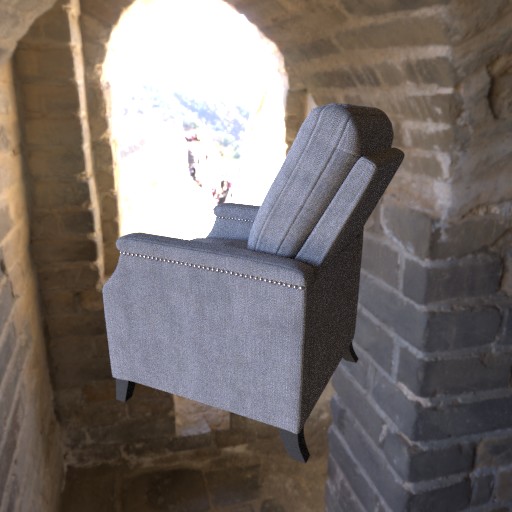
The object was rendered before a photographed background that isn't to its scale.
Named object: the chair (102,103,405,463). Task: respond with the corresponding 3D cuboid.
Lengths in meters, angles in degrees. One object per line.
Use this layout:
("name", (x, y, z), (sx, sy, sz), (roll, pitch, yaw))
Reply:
("chair", (0.000, 0.000, 1.630), (0.922, 1.049, 0.710), (8, 19, 24))
